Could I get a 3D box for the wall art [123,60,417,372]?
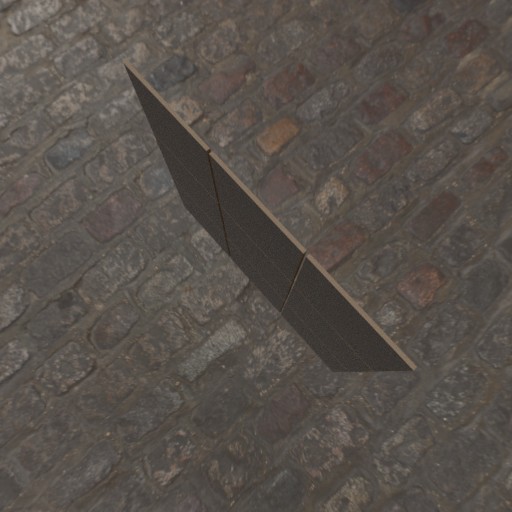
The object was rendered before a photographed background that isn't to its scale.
[{"bbox_3d":[0.000,0.000,2.286,0.017,1.521,1.527,-40,79,-10],"label":"wall art"}]
